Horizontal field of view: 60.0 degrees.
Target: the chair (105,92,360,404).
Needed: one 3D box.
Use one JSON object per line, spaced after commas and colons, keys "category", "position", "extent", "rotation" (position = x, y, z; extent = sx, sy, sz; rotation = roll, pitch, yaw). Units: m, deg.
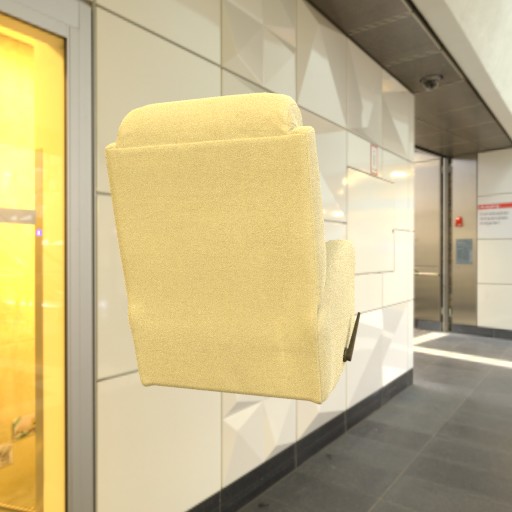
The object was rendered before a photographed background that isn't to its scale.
{"category": "chair", "position": [0.000, 0.000, 1.799], "extent": [0.798, 1.013, 1.043], "rotation": [0, 0, 18]}
